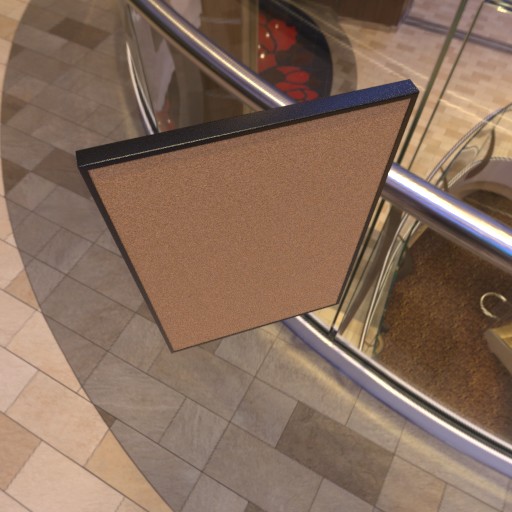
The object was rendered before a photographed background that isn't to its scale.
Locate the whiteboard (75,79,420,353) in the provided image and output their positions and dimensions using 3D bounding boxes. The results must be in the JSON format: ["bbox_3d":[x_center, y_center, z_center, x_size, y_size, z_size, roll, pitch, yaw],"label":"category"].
[{"bbox_3d":[0.000,0.000,0.770,0.406,0.611,0.026,-15,60,-9],"label":"whiteboard"}]
